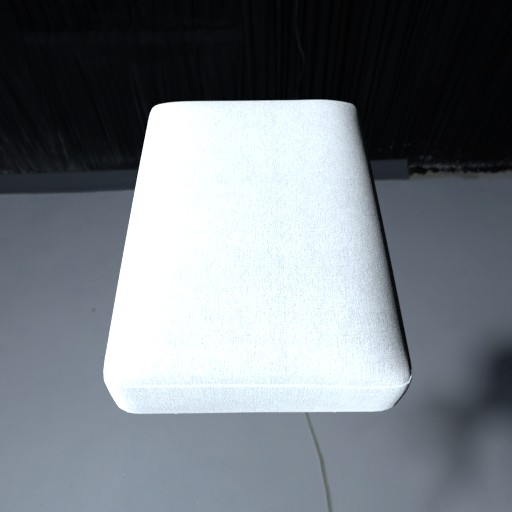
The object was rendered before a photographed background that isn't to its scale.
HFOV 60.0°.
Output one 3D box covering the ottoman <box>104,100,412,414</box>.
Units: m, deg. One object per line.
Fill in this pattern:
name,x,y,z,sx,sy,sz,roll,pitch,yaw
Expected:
ottoman,0.000,0.000,1.071,0.549,0.428,0.749,0,57,0
